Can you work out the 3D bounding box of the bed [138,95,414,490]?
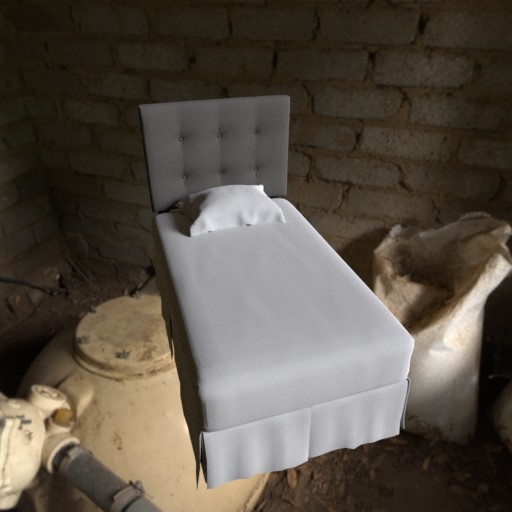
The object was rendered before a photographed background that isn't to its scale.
[{"bbox_3d":[0.000,0.000,2.876,1.261,1.571,1.997,-9,33,-15],"label":"bed"}]
